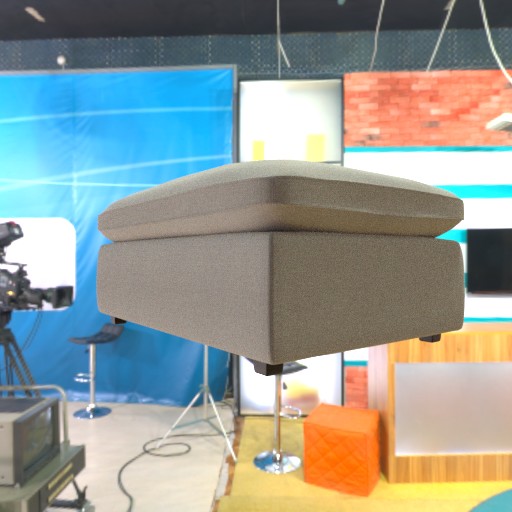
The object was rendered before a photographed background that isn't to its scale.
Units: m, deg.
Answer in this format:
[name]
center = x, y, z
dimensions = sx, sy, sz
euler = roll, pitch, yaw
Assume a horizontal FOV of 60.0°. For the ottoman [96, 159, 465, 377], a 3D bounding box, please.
[ottoman]
center = 0.000, 0.000, 1.333
dimensions = 0.686, 0.453, 0.984
euler = 0, 0, -37
